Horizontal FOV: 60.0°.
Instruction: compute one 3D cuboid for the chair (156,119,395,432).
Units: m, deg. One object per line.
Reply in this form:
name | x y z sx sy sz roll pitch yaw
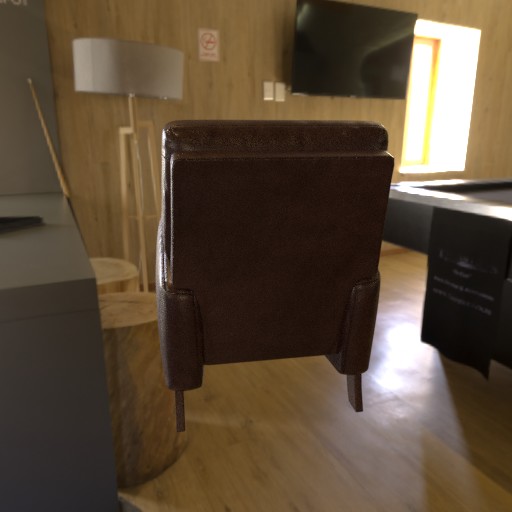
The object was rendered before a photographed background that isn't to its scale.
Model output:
chair | 0.000 0.000 1.717 0.762 0.990 0.990 -3 16 -10
